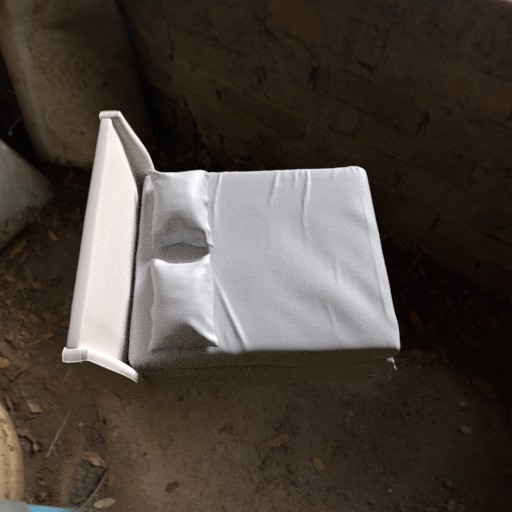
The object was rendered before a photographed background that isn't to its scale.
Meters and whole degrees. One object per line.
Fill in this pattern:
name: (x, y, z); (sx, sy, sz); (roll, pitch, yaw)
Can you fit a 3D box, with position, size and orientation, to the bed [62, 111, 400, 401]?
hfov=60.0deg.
bed: (0.000, 0.000, 3.487); (2.276, 1.332, 1.925); (-2, 63, -1)
